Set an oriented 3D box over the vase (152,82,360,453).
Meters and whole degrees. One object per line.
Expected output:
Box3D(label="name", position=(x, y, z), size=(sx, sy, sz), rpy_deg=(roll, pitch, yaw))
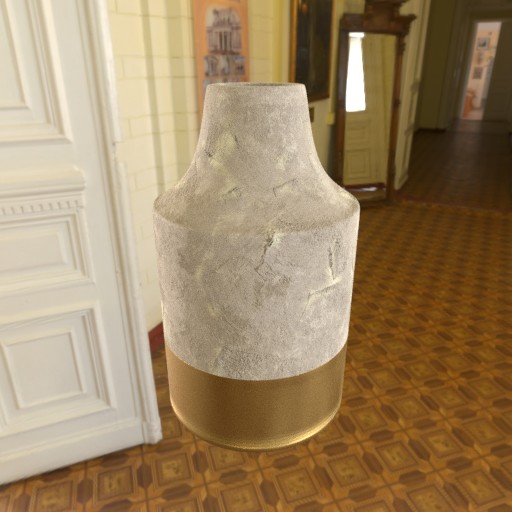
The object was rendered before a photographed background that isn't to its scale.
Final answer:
Box3D(label="vase", position=(0.000, 0.000, 0.421), size=(0.184, 0.305, 0.184), rpy_deg=(0, 23, 0))
